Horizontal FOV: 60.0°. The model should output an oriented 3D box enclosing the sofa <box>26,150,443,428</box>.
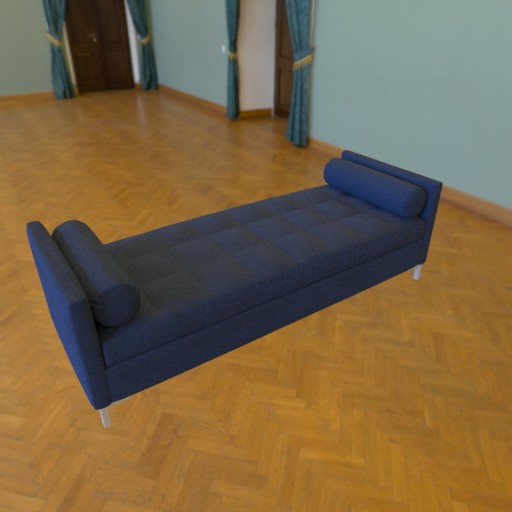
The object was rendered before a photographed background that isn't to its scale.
[{"bbox_3d":[0.000,0.000,2.448,2.102,0.657,0.797,-19,35,-29],"label":"sofa"}]
